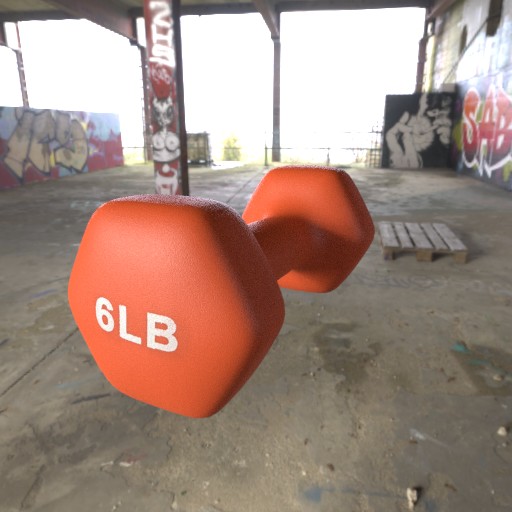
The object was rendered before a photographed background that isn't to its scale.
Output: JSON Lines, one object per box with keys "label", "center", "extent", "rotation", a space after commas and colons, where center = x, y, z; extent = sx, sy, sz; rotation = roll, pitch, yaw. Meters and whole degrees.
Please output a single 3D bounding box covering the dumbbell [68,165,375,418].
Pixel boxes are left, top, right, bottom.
{"label": "dumbbell", "center": [0.000, 0.000, 0.202], "extent": [0.079, 0.071, 0.162], "rotation": [9, 19, 27]}
